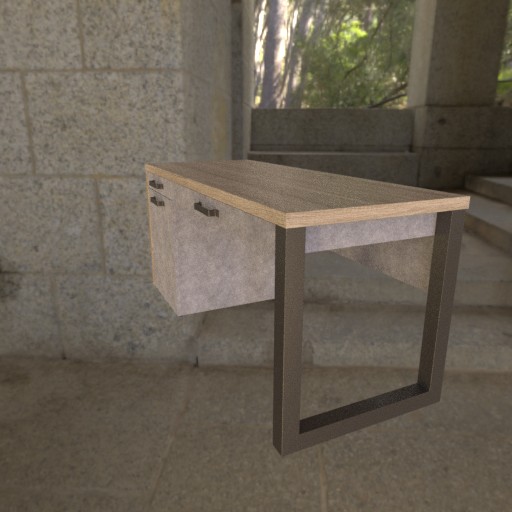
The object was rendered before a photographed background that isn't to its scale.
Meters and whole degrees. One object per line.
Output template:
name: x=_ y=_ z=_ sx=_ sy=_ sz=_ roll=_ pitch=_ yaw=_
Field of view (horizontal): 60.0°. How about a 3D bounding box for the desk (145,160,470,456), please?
desk: x=0.000 y=0.000 z=2.101 sx=0.690 sy=0.760 sz=1.700 roll=-8 pitch=18 yaw=-24
